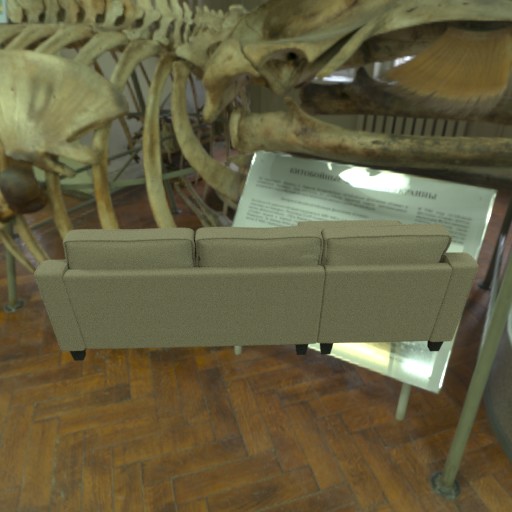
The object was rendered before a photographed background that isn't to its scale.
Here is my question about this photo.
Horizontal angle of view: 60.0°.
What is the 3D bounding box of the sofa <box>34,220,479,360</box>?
[{"bbox_3d":[0.000,0.000,3.228,2.561,0.928,1.294,-1,30,-2],"label":"sofa"}]
